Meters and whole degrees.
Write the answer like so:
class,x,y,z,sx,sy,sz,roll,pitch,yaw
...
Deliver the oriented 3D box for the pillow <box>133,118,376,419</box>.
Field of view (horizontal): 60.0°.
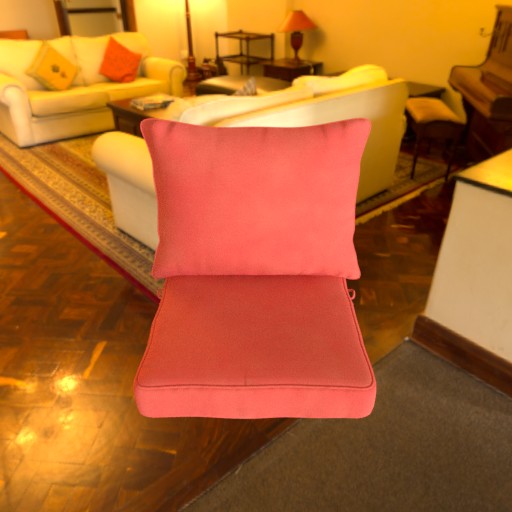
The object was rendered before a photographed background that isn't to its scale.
class,x,y,z,sx,sy,sz,roll,pitch,yaw
pillow,0.000,0.000,1.409,0.798,0.725,0.733,0,31,0
